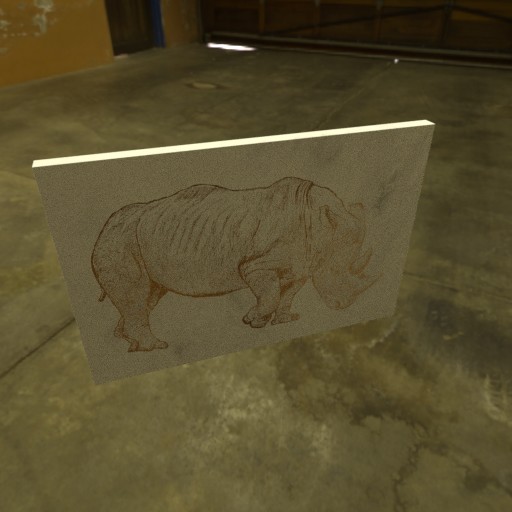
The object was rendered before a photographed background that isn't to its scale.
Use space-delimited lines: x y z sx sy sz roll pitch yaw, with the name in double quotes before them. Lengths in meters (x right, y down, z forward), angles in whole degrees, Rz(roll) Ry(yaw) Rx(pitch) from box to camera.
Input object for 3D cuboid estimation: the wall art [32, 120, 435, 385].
"wall art" 0.000 0.000 1.149 0.915 0.610 0.038 -10 34 -15
